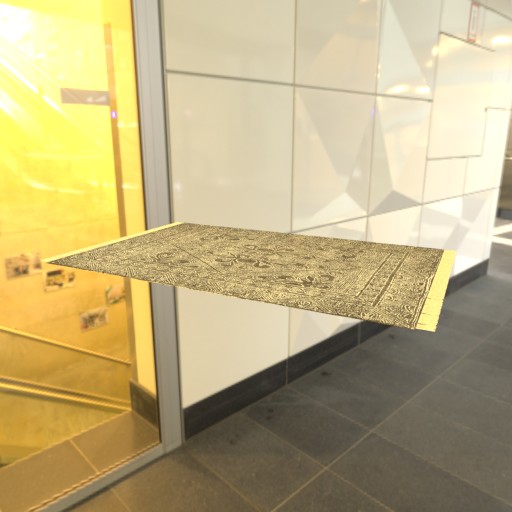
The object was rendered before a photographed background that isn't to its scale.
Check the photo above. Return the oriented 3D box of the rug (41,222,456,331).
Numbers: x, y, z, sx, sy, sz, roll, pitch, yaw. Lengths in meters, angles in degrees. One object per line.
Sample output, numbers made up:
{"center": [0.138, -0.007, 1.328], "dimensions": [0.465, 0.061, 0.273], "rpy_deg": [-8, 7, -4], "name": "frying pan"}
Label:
{"center": [0.000, 0.000, 3.039], "dimensions": [2.440, 0.010, 1.529], "rpy_deg": [7, 17, 26], "name": "rug"}
